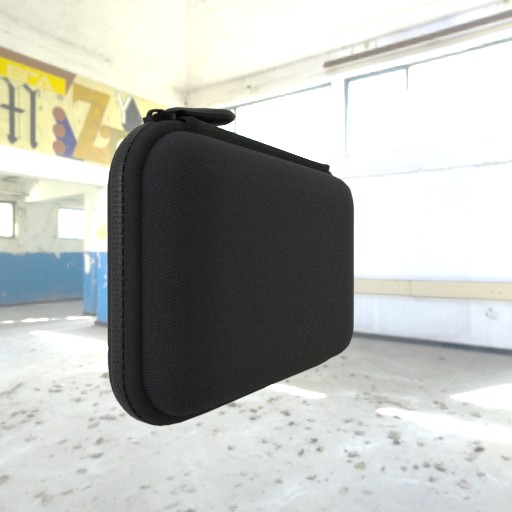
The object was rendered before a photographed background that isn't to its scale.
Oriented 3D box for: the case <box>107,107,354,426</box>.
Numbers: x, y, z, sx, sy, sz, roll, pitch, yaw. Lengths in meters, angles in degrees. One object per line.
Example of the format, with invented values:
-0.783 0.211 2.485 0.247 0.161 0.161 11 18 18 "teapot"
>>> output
0.000 0.000 0.177 0.038 0.105 0.132 0 1 37 "case"
